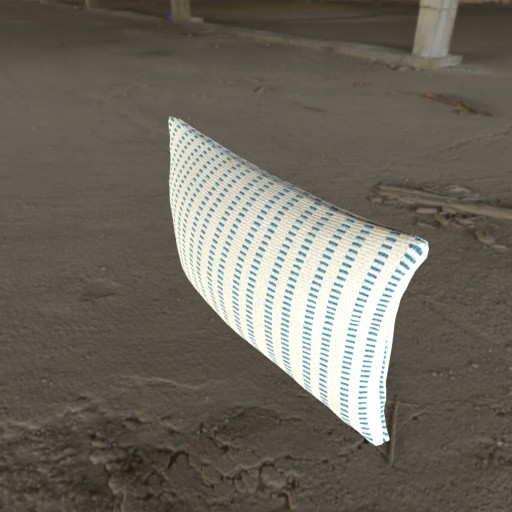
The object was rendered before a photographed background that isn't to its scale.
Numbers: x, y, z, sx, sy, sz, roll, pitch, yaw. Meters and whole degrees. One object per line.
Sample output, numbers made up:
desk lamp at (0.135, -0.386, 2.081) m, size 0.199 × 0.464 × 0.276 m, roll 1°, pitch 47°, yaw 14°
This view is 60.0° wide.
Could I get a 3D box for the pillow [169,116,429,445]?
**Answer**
pillow at (0.000, 0.000, 0.783) m, size 0.210 × 0.353 × 0.640 m, roll -20°, pitch 38°, yaw -29°
